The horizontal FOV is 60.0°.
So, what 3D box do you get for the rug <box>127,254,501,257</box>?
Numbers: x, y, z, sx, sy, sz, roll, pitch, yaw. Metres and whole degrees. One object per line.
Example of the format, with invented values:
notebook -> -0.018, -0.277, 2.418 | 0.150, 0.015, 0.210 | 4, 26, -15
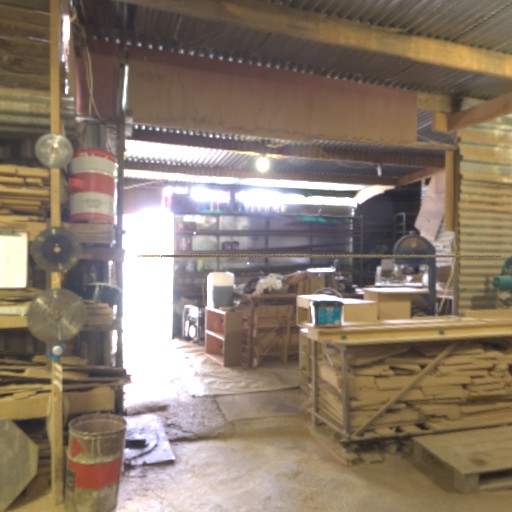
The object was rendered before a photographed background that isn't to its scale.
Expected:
rug -> 0.000, 0.000, 2.236 | 1.232, 0.015, 1.825 | 0, 0, -17
